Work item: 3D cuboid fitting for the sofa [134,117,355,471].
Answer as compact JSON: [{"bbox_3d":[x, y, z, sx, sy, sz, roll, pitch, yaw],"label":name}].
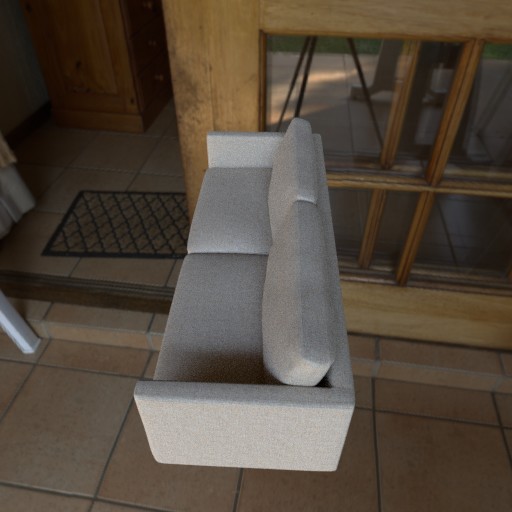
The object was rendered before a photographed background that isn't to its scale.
[{"bbox_3d":[0.000,0.000,2.884,0.951,0.965,2.434,2,42,2],"label":"sofa"}]
